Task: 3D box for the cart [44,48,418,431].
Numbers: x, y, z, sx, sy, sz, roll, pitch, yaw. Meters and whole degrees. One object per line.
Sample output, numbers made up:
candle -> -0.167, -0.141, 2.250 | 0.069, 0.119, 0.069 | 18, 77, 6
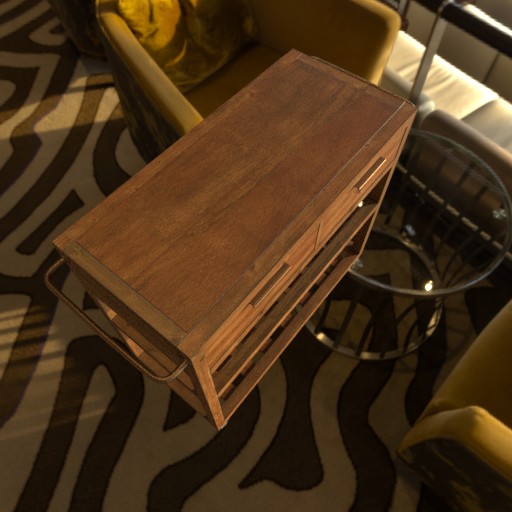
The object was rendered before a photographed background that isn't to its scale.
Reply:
cart -> 0.000, 0.000, 1.460 | 0.445, 0.830, 1.065 | 35, 65, 19
